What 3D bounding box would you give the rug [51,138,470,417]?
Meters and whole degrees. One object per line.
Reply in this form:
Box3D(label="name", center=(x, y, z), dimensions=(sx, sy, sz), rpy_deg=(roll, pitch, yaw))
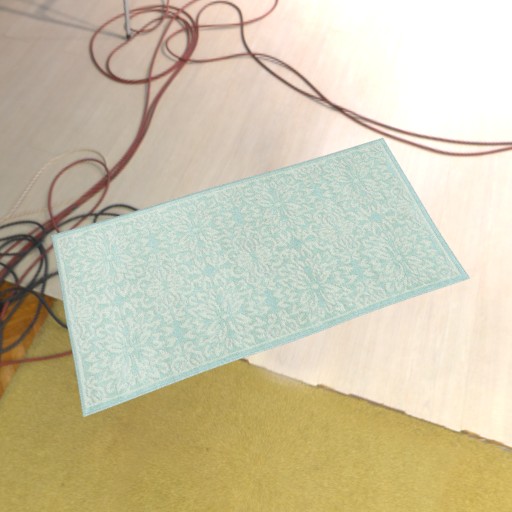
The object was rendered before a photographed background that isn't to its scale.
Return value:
Box3D(label="rug", center=(0.000, 0.000, 1.426), dimensions=(1.219, 0.007, 0.604), rpy_deg=(-18, 65, -9))
